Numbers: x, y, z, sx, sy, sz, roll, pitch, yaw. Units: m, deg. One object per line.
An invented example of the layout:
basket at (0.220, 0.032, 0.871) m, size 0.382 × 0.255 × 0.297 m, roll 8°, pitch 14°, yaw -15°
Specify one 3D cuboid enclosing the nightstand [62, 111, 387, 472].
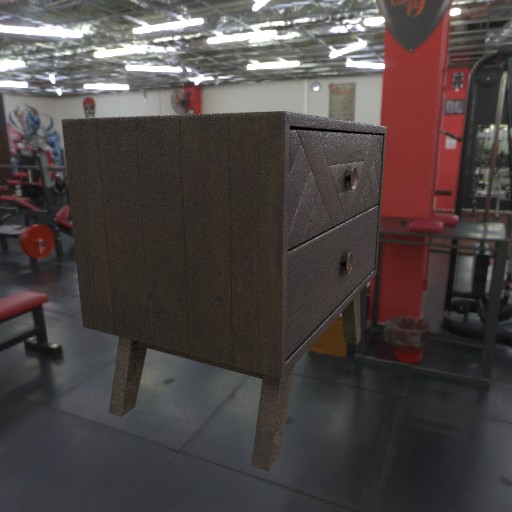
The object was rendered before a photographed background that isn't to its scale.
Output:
nightstand at (0.000, 0.000, 1.045) m, size 0.450 × 0.599 × 0.650 m, roll 7°, pitch 16°, yaw 27°
